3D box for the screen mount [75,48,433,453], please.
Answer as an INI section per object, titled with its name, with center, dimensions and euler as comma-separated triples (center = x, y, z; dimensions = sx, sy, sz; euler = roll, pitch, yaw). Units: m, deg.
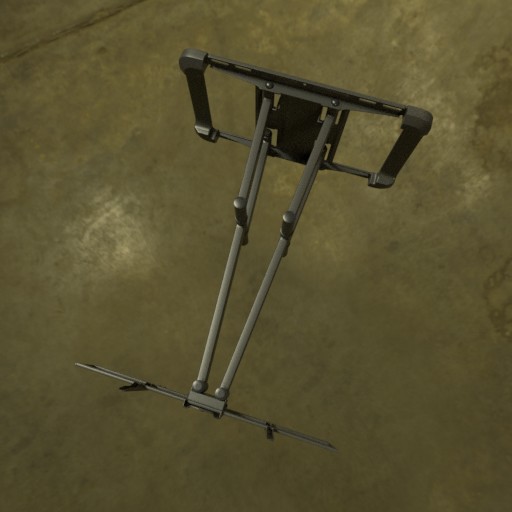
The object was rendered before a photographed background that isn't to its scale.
[screen mount]
center = 0.000, 0.000, 1.310
dimensions = 0.725, 0.483, 0.905
euler = 17, 75, 5
